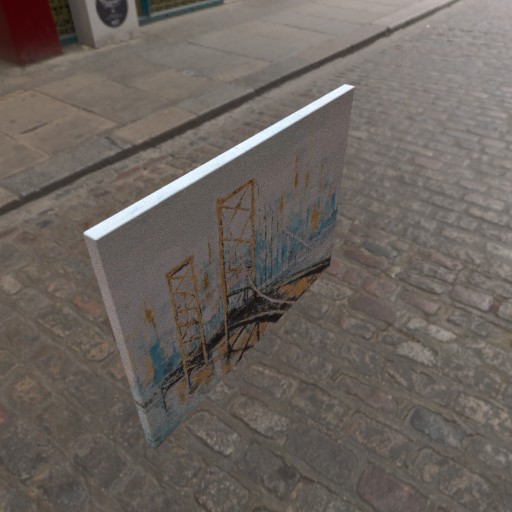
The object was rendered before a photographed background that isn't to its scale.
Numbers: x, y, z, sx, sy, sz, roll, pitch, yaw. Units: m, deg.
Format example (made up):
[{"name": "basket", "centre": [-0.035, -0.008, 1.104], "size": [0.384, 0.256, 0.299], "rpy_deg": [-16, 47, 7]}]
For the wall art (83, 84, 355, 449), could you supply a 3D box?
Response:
[{"name": "wall art", "centre": [0.000, 0.000, 1.359], "size": [0.038, 0.762, 1.016], "rpy_deg": [25, 46, 28]}]
